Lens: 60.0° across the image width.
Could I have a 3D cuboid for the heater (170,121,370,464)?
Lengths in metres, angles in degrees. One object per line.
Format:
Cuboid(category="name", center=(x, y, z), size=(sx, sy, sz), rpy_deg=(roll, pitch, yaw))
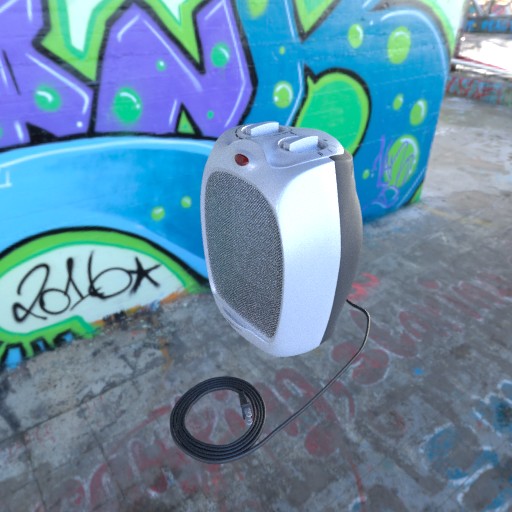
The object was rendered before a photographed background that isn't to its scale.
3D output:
Cuboid(category="heater", center=(0.000, 0.000, 0.471), size=(0.291, 0.240, 0.239), rpy_deg=(-22, 38, -31))
